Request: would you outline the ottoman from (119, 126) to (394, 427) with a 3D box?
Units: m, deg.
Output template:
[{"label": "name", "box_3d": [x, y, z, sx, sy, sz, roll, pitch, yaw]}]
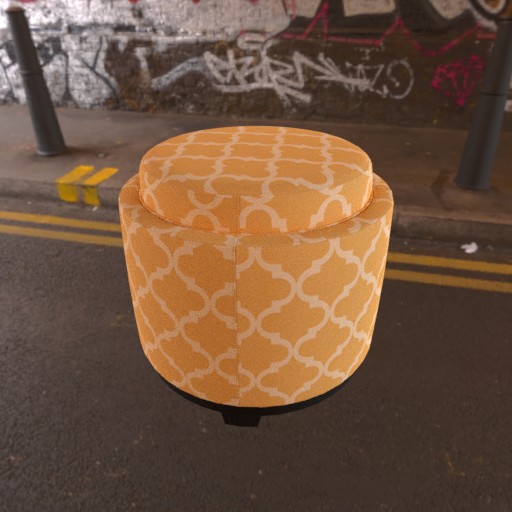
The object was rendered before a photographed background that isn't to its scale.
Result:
[{"label": "ottoman", "box_3d": [0.000, 0.000, 0.856, 0.480, 0.429, 0.480, 0, 29, 0]}]
